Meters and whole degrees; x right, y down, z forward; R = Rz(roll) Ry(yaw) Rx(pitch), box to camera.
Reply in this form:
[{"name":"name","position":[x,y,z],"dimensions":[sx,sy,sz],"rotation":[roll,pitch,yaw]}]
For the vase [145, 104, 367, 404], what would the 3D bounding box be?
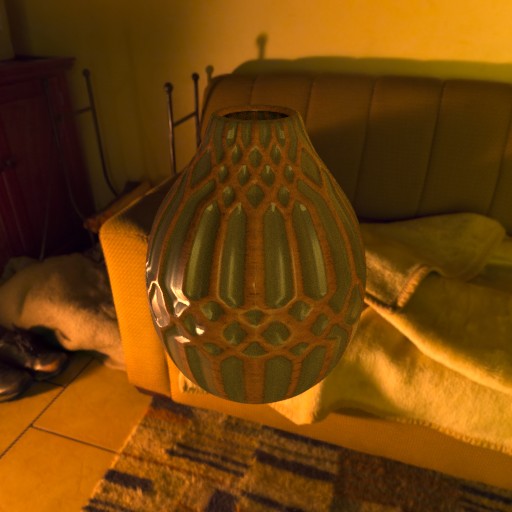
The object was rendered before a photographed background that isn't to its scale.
[{"name":"vase","position":[0.000,0.000,0.139],"dimensions":[0.069,0.088,0.069],"rotation":[0,29,0]}]
